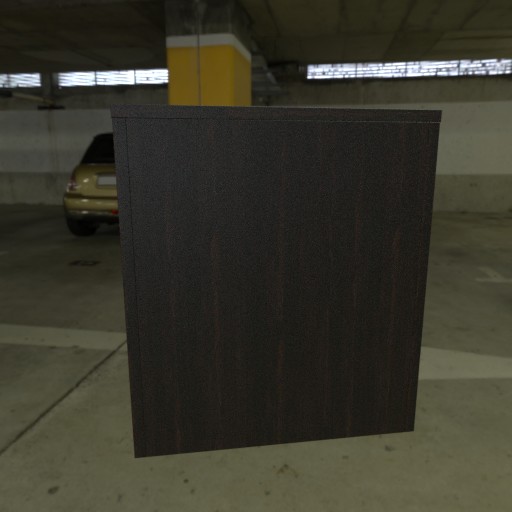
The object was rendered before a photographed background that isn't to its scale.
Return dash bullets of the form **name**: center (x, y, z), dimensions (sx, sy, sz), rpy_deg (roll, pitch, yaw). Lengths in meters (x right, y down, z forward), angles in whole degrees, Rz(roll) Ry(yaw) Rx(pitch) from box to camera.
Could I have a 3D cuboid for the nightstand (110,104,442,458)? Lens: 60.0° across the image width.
- **nightstand**: center (0.000, 0.000, 0.795), dimensions (0.400, 0.460, 0.461), rpy_deg (-2, 12, -8)
